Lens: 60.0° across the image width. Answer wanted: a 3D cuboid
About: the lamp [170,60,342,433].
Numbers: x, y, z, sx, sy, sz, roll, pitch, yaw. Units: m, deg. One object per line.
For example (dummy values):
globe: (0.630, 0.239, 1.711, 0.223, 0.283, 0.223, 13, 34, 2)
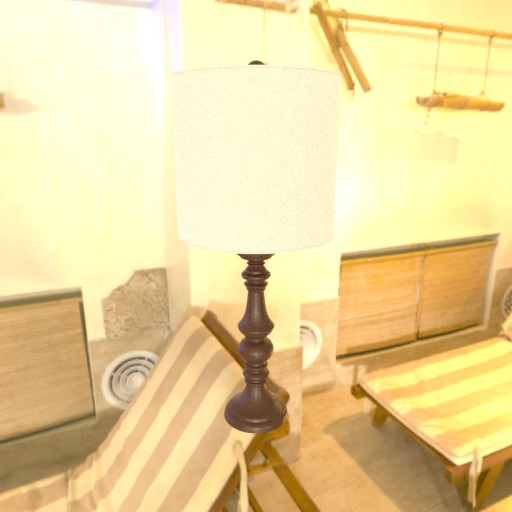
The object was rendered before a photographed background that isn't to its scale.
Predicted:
lamp: (0.000, 0.000, 0.732, 0.250, 0.597, 0.250, -7, 17, -25)
